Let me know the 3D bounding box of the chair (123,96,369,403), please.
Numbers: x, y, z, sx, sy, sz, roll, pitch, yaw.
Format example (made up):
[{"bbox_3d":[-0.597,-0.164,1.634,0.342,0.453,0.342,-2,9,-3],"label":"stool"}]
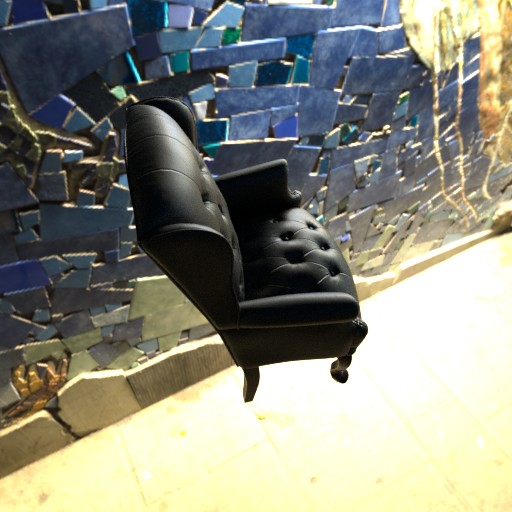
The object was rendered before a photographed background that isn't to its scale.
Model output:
[{"bbox_3d":[0.000,0.000,1.681,0.762,1.111,0.838,-10,48,-9],"label":"chair"}]
